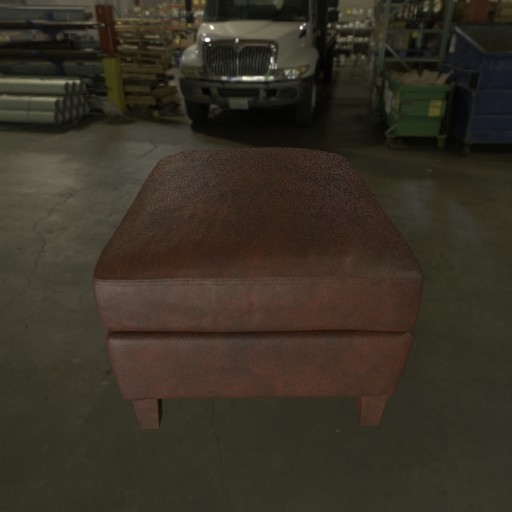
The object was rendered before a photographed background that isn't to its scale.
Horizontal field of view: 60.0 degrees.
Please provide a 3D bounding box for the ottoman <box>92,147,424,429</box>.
[{"bbox_3d":[0.000,0.000,1.279,0.659,0.527,0.887,0,28,-1],"label":"ottoman"}]
